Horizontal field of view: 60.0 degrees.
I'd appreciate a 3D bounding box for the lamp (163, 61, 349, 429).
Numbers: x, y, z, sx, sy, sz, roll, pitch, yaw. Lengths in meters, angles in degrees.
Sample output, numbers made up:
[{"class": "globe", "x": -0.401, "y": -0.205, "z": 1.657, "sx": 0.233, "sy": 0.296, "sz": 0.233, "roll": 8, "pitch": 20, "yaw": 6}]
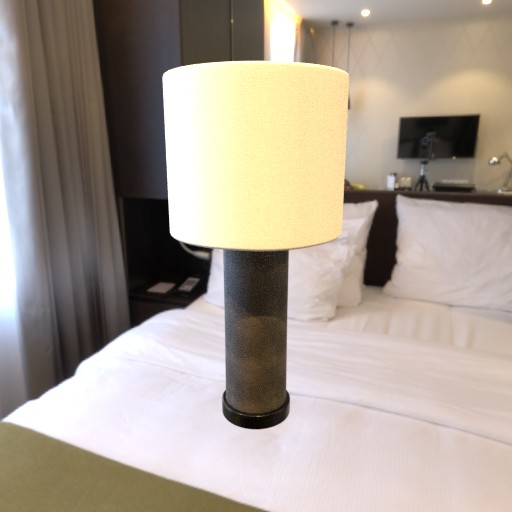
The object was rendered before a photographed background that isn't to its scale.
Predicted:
[{"class": "lamp", "x": 0.000, "y": 0.000, "z": 0.814, "sx": 0.305, "sy": 0.634, "sz": 0.305, "roll": -2, "pitch": 14, "yaw": -9}]
